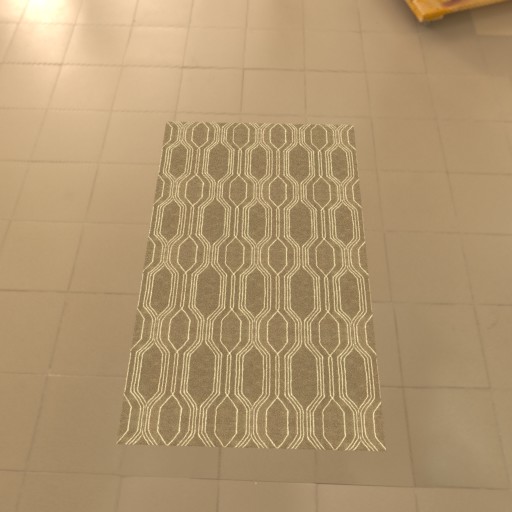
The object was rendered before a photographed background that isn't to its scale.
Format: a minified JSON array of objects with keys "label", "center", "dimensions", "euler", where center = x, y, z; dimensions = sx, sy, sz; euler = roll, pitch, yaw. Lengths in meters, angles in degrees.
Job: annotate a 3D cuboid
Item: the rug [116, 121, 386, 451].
[{"label":"rug","center":[0.000,0.000,3.088],"dimensions":[1.541,0.012,2.457],"euler":[1,63,1]}]
